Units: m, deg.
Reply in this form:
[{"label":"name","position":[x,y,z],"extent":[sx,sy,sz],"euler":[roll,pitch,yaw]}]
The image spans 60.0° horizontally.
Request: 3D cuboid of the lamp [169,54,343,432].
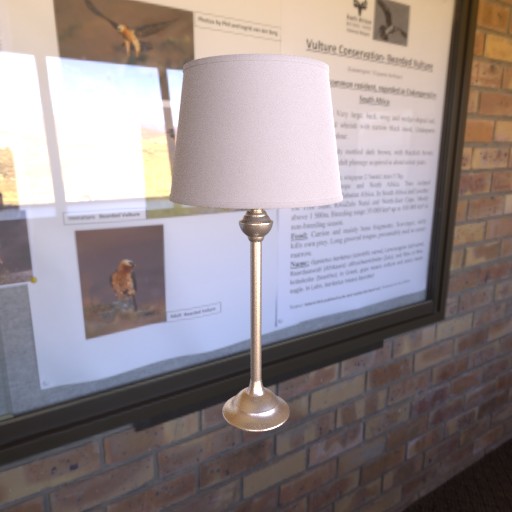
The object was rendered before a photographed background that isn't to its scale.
[{"label":"lamp","position":[0.000,0.000,0.886],"extent":[0.331,0.698,0.331],"euler":[0,14,0]}]
